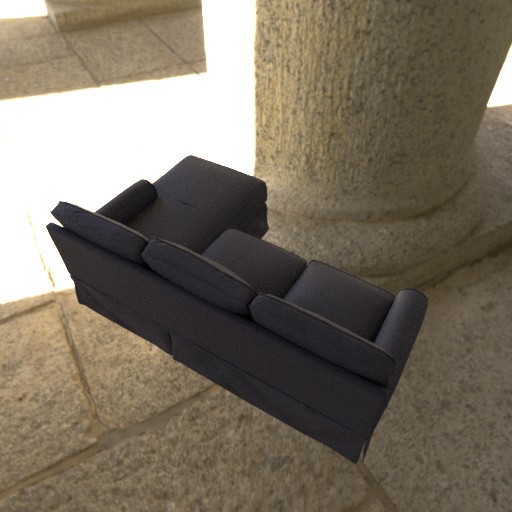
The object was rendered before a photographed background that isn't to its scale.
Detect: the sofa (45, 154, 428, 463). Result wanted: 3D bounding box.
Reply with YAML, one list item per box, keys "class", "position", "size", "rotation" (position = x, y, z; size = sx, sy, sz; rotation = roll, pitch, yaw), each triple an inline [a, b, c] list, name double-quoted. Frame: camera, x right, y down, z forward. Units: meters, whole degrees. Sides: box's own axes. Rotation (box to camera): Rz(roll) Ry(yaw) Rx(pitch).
- class: "sofa"
  position: [0.000, 0.000, 3.338]
  size: [2.518, 1.039, 1.637]
  rotation: [24, 51, 21]
